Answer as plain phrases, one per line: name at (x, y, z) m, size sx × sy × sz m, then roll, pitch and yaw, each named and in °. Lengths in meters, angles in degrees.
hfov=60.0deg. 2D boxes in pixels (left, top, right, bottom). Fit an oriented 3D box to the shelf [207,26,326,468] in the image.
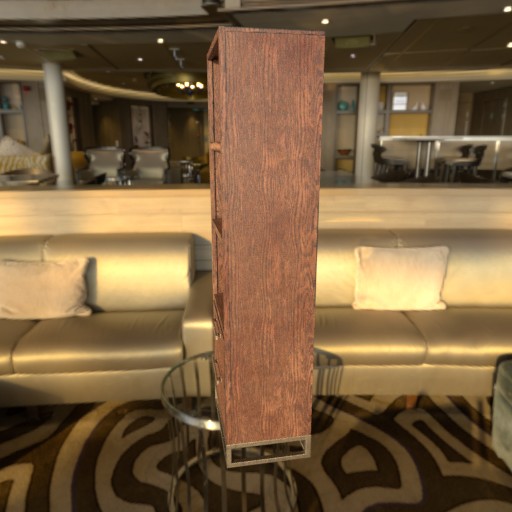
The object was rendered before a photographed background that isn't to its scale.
shelf at (0.000, 0.000, 1.973) m, size 0.395 × 1.732 × 0.539 m, roll -3°, pitch 15°, yaw -10°
